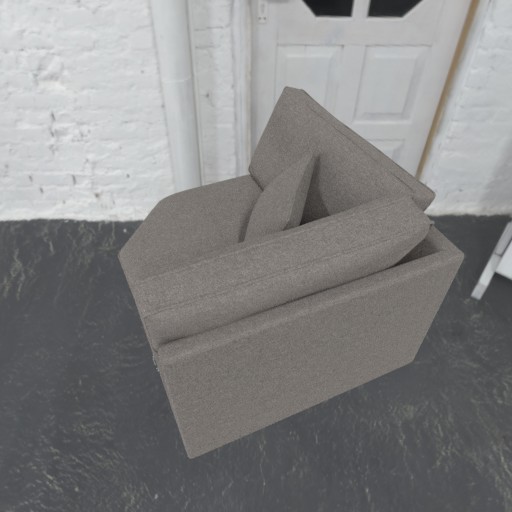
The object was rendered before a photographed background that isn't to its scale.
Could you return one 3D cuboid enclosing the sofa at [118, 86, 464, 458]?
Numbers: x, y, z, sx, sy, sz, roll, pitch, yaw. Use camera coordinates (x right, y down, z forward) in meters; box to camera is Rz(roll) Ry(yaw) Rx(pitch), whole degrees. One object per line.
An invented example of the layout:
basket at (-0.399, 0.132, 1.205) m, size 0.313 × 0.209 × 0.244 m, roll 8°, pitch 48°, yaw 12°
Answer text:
sofa at (0.000, 0.000, 1.833) m, size 1.042 × 0.951 × 1.050 m, roll -18°, pitch 49°, yaw -16°
